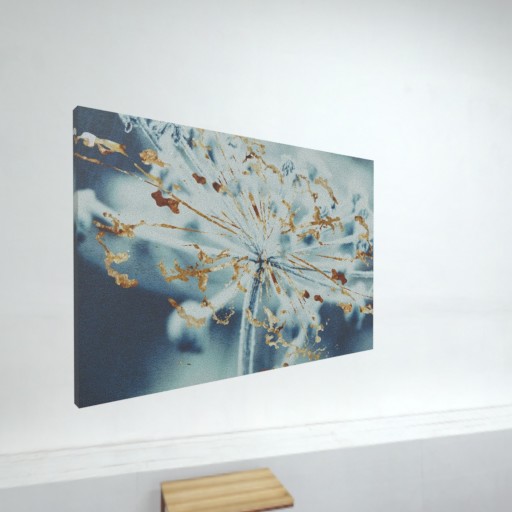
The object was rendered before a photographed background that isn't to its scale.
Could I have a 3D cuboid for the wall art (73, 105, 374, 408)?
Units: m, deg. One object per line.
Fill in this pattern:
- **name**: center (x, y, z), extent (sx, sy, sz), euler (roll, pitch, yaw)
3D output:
- **wall art**: center (0.000, 0.000, 1.174), extent (0.912, 0.608, 0.038), euler (0, 1, -36)
